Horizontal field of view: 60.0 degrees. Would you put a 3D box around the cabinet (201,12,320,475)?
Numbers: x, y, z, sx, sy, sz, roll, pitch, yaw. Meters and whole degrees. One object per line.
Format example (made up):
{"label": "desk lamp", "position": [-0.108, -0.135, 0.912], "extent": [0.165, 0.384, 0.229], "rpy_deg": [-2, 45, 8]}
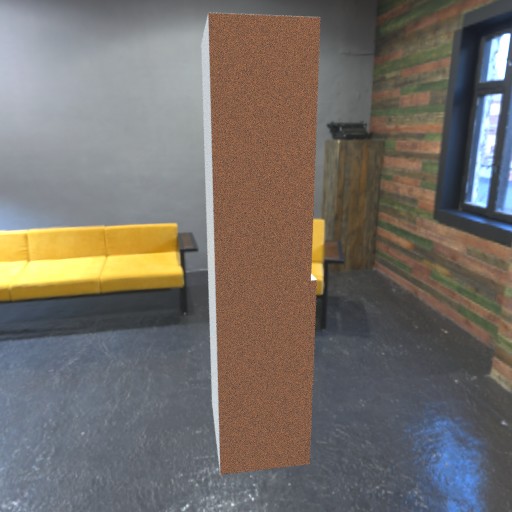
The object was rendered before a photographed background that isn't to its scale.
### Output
{"label": "cabinet", "position": [0.000, 0.000, 1.470], "extent": [0.300, 1.350, 0.400], "rpy_deg": [-2, 16, -9]}
